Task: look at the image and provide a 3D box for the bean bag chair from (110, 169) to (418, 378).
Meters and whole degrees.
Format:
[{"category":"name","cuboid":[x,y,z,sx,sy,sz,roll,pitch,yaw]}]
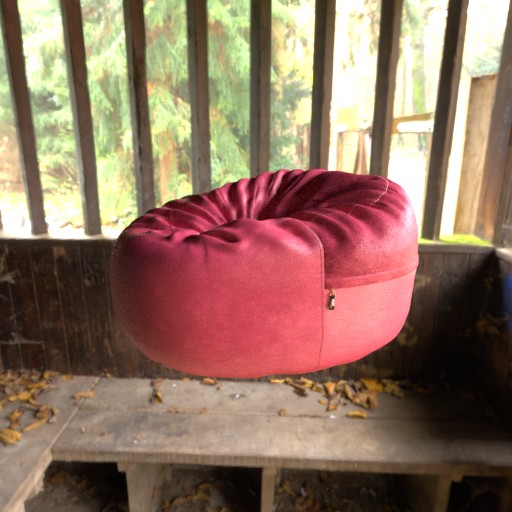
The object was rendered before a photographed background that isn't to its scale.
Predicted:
[{"category":"bean bag chair","cuboid":[0.000,0.000,2.413,1.524,0.878,1.524,-8,18,-25]}]
